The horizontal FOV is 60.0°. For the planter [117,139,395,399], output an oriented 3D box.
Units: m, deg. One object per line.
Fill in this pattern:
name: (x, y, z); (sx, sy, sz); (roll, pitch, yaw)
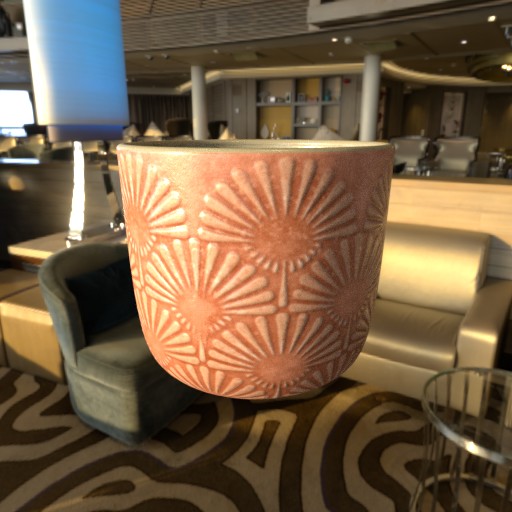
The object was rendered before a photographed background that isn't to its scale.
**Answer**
planter: (0.000, 0.000, 0.220); (0.124, 0.109, 0.124); (0, 16, 0)
